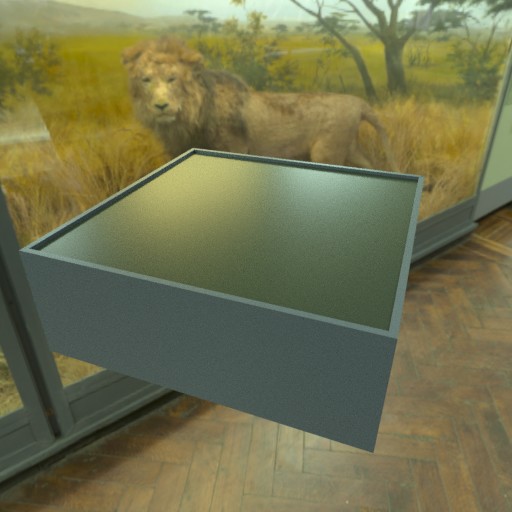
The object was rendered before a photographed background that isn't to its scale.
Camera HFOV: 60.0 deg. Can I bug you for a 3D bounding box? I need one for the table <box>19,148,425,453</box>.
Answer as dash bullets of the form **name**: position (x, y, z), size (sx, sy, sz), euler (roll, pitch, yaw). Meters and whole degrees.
- **table**: position (0.000, 0.000, 1.240), size (0.801, 0.299, 0.801), euler (11, 32, 18)
